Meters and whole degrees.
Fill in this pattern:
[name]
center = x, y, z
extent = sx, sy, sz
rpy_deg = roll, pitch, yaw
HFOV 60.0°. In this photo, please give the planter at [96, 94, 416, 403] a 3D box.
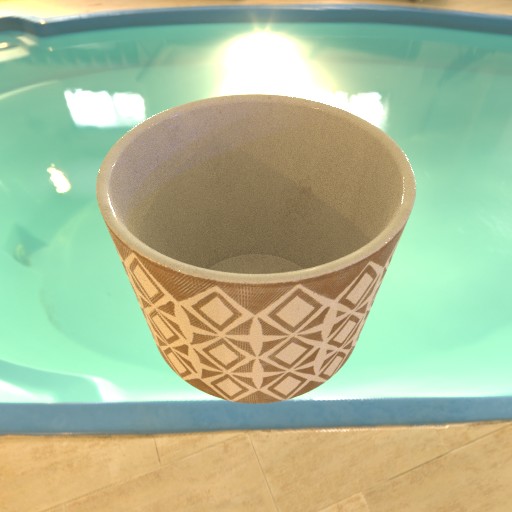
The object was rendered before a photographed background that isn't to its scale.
[planter]
center = 0.000, 0.000, 0.449
extent = 0.260, 0.220, 0.260
rpy_deg = 0, 46, 0
